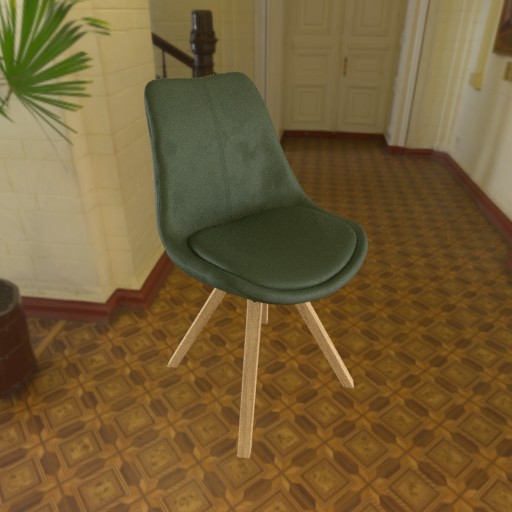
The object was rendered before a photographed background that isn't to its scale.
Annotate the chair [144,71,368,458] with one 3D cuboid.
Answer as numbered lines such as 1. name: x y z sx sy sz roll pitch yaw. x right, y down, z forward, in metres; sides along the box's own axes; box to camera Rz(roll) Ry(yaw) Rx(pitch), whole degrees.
1. chair: 0.000 0.000 1.199 0.483 0.865 0.547 -21 35 -32
